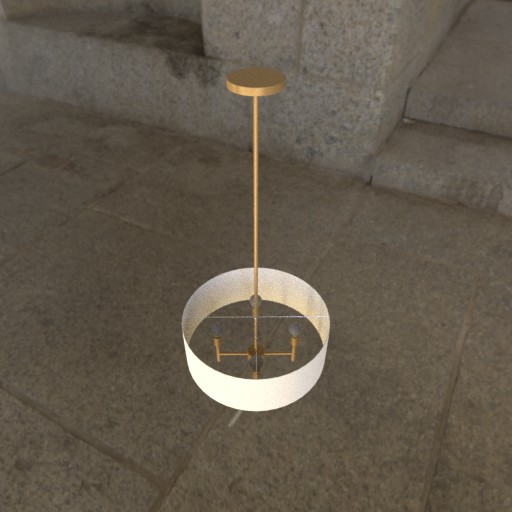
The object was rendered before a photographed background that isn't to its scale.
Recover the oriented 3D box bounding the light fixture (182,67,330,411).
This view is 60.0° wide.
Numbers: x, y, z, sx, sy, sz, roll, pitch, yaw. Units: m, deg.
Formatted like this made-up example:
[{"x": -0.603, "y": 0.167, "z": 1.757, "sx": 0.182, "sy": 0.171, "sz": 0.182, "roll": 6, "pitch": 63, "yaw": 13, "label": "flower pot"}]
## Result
[{"x": 0.000, "y": 0.000, "z": 1.352, "sx": 0.508, "sy": 1.067, "sz": 0.508, "roll": 0, "pitch": 40, "yaw": 0, "label": "light fixture"}]
